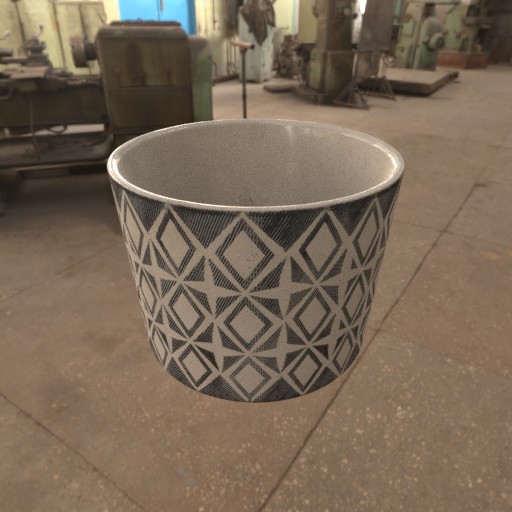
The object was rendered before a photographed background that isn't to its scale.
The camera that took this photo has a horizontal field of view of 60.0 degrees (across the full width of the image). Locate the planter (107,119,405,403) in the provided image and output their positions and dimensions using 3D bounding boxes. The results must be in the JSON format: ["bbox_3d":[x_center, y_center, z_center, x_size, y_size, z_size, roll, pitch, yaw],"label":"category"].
[{"bbox_3d":[0.000,0.000,0.457,0.260,0.220,0.260,0,30,0],"label":"planter"}]
